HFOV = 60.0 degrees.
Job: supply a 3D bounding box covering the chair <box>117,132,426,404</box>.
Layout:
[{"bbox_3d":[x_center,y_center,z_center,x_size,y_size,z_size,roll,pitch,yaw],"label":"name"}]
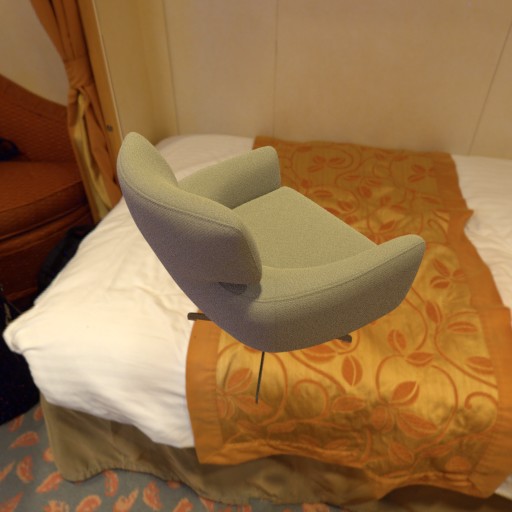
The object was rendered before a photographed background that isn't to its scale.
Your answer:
[{"bbox_3d":[0.000,0.000,1.429,0.730,0.810,0.760,-25,46,-27],"label":"chair"}]
